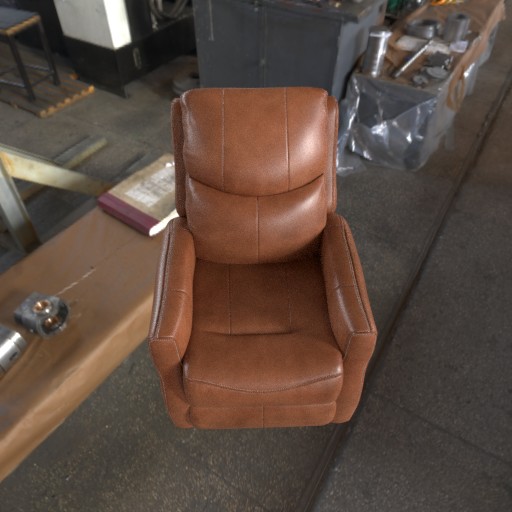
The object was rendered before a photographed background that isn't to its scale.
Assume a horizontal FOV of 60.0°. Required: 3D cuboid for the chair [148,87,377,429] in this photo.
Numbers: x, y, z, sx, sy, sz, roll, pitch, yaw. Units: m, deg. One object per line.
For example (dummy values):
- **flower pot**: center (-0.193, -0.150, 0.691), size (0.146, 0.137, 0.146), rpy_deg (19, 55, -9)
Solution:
- **chair**: center (0.000, 0.000, 1.763), size (0.821, 1.016, 1.072), rpy_deg (-1, 46, -1)
